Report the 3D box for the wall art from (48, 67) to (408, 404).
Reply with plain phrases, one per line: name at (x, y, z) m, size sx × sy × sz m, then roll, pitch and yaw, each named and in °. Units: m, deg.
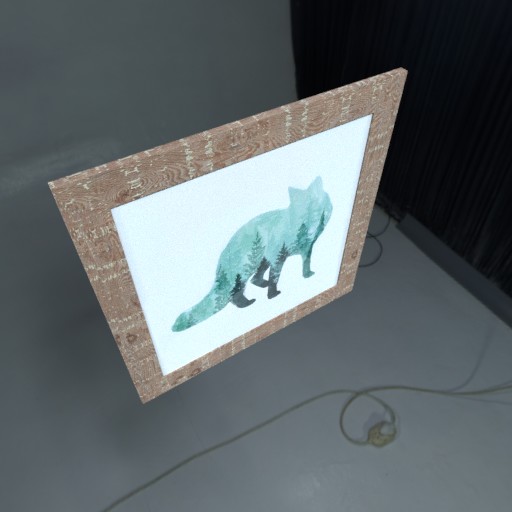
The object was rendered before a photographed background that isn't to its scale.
wall art at (0.000, 0.000, 0.558) m, size 0.384 × 0.384 × 0.012 m, roll -25°, pitch 52°, yaw -21°
